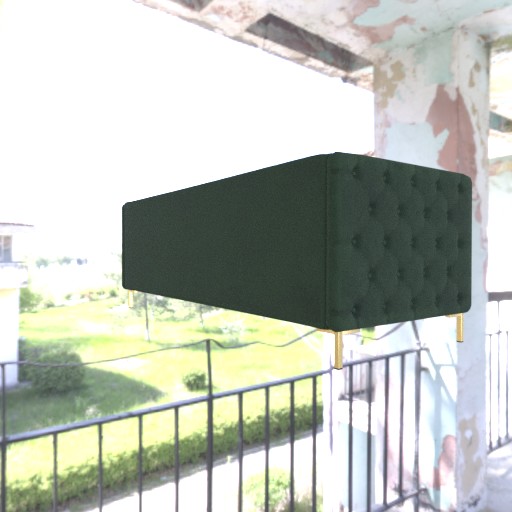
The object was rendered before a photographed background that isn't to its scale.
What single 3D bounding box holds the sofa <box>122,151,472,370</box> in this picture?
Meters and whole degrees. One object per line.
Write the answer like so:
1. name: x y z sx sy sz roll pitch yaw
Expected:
1. sofa: 0.000 0.000 2.633 0.895 0.771 2.209 -1 1 -36
